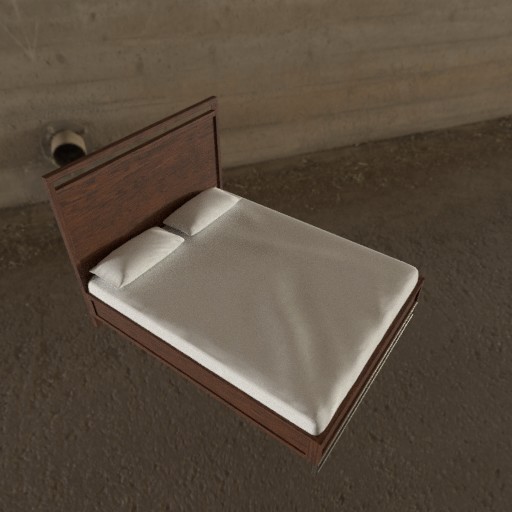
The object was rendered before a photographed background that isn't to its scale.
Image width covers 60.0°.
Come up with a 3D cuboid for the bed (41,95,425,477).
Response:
[{"bbox_3d":[0.000,0.000,3.445,2.218,1.487,1.765,25,46,26],"label":"bed"}]
